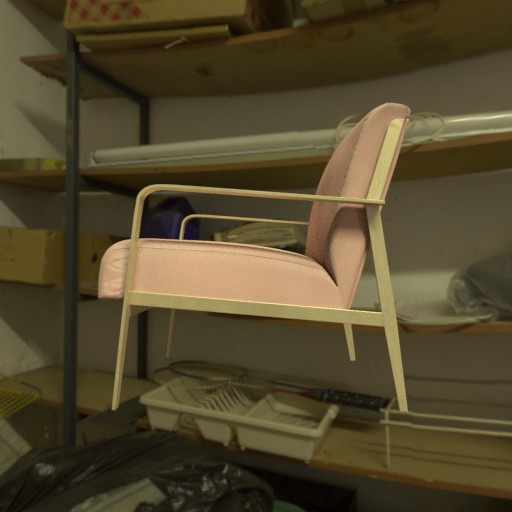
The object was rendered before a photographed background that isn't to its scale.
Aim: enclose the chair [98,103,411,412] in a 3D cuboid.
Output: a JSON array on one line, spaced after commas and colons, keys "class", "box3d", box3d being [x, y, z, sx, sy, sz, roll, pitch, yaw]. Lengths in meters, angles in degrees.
[{"class": "chair", "box3d": [0.000, 0.000, 1.478, 0.848, 0.823, 0.701, 0, -1, 0]}]
